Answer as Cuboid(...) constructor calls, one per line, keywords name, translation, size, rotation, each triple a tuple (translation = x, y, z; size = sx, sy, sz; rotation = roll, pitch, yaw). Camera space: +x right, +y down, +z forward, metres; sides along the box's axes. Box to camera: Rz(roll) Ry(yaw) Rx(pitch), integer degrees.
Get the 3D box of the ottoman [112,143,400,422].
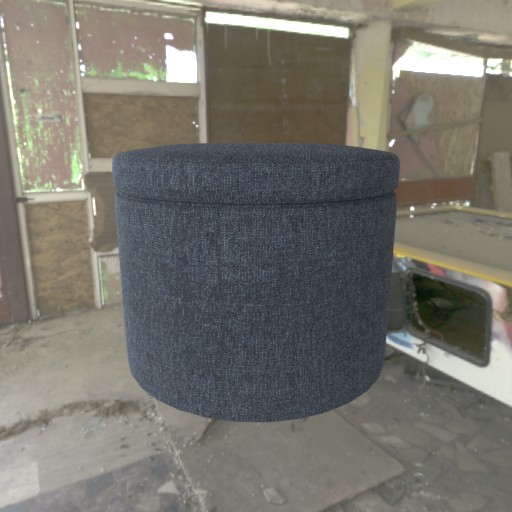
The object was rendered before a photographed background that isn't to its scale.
Cuboid(name="ottoman", translation=(0.000, 0.000, 0.850), size=(0.500, 0.419, 0.500), rotation=(0, 14, 0))
